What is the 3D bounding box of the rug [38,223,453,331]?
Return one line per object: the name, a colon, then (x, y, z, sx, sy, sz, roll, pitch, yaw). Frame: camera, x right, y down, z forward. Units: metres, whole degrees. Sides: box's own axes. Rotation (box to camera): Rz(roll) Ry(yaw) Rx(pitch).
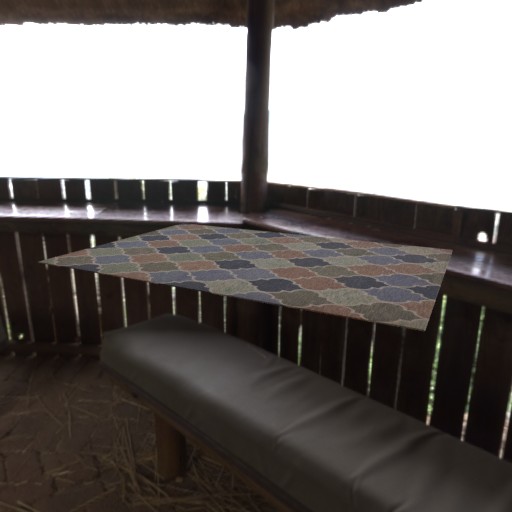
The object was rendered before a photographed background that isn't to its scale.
rug: (0.000, 0.000, 2.921, 2.284, 0.006, 1.521, 7, 16, 26)
